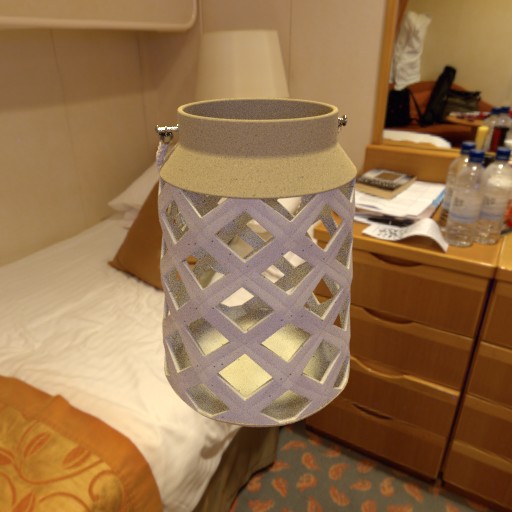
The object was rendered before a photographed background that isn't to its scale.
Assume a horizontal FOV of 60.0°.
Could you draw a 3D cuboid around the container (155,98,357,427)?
[{"bbox_3d":[0.000,0.000,0.409,0.188,0.264,0.198,-7,27,-14],"label":"container"}]
